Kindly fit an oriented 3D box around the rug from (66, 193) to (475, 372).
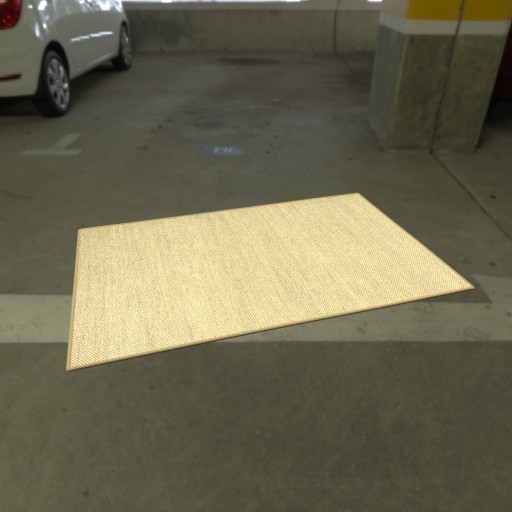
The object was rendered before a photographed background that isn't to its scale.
[{"bbox_3d":[0.000,0.000,2.143,1.667,0.013,1.062,-9,33,-14],"label":"rug"}]
